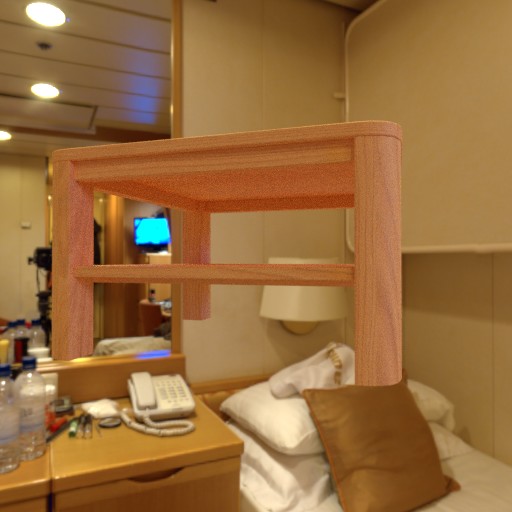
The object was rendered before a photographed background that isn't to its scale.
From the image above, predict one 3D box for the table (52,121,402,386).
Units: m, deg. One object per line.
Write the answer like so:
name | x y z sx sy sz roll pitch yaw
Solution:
table | 0.000 0.000 1.203 0.750 0.450 0.750 0 -1 18
